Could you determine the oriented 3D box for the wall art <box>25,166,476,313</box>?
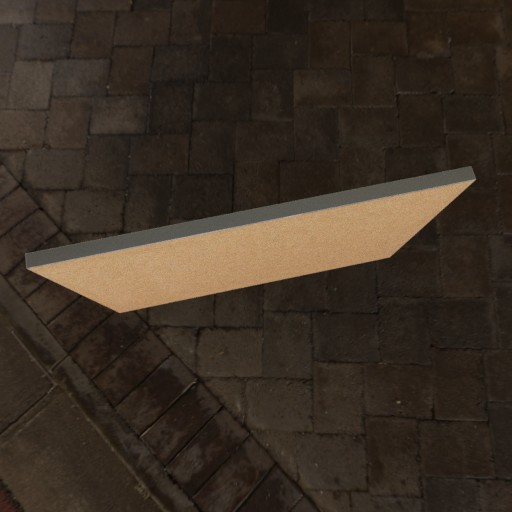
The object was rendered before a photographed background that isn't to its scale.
[{"bbox_3d":[0.000,0.000,0.793,0.615,0.410,0.021,-11,75,-3],"label":"wall art"}]
